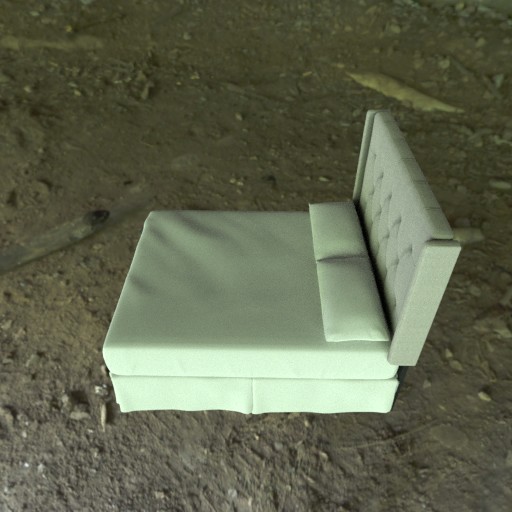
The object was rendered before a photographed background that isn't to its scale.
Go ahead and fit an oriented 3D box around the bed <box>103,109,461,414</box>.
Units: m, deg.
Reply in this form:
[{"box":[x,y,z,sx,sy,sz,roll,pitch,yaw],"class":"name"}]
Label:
[{"box":[0.000,0.000,3.368,2.066,1.665,1.719,1,41,1],"class":"bed"}]
